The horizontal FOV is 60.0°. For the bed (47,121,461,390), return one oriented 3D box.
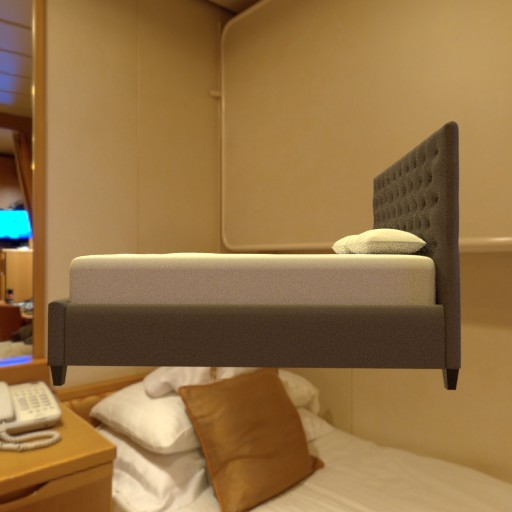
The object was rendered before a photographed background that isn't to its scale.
[{"bbox_3d":[0.000,0.000,3.203,2.233,1.426,1.696,0,0,2],"label":"bed"}]
